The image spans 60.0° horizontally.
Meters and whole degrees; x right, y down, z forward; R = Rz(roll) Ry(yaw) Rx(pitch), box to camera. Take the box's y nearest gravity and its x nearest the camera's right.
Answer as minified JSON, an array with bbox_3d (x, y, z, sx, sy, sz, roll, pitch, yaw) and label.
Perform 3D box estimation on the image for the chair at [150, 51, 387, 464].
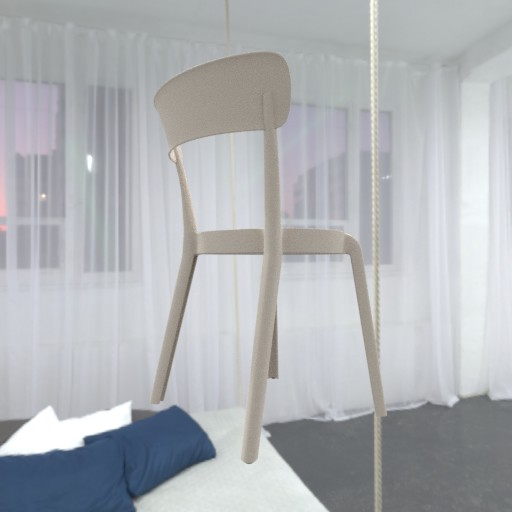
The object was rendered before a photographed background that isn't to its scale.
[{"bbox_3d":[0.000,0.000,1.132,0.491,0.790,0.506,0,0,-37],"label":"chair"}]
